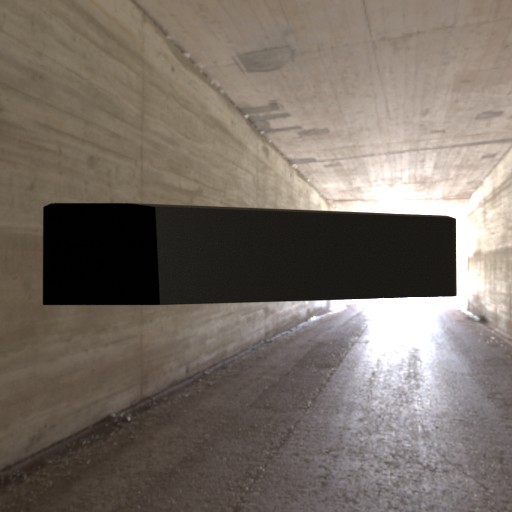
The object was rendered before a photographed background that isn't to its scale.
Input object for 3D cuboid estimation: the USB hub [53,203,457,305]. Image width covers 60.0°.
[{"bbox_3d":[0.000,0.000,0.130,0.110,0.023,0.044,0,-1,-17],"label":"USB hub"}]
